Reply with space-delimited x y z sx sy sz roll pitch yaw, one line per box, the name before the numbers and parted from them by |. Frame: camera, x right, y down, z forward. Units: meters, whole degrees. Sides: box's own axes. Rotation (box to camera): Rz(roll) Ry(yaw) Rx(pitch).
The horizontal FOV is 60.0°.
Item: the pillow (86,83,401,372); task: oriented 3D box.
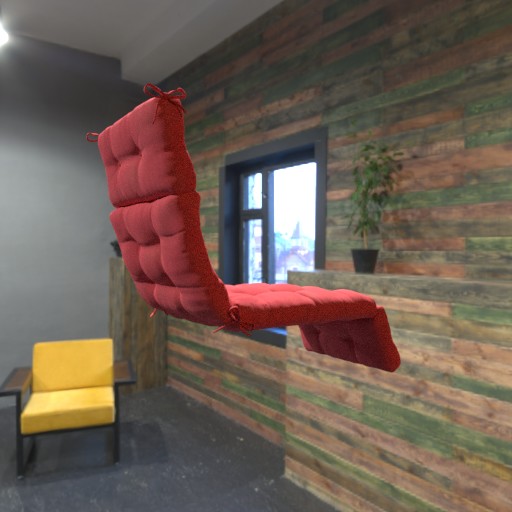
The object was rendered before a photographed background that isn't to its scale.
pillow | 0.000 0.000 1.551 1.016 0.863 0.526 0 1 -36
